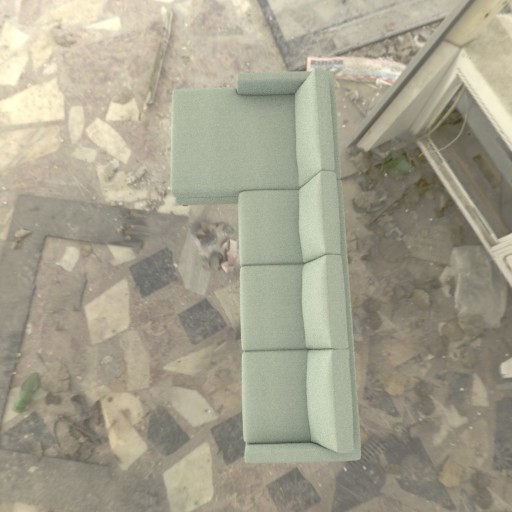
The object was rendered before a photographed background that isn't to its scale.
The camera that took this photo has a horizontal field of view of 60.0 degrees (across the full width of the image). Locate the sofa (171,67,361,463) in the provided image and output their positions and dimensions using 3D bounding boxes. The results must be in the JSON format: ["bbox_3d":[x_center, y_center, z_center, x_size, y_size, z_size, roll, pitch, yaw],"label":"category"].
[{"bbox_3d":[0.000,0.000,4.100,1.600,0.953,3.470,-2,78,0],"label":"sofa"}]
